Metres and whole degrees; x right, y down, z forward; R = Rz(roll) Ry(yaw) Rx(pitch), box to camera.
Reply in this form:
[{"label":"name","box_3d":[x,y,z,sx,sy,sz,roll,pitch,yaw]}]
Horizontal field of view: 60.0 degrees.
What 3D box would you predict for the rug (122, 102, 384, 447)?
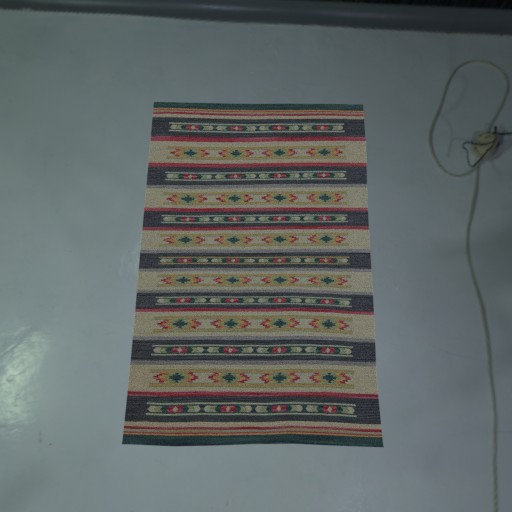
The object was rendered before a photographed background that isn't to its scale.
[{"label":"rug","box_3d":[0.000,0.000,2.889,1.522,0.010,2.311,1,74,0]}]
